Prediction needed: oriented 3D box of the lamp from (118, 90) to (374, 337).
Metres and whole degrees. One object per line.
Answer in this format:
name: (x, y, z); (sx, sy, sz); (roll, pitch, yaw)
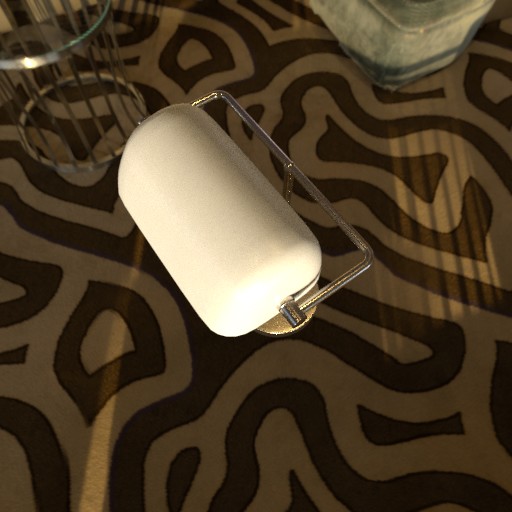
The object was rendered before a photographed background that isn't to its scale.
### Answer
lamp: (0.000, 0.000, 0.567); (0.227, 0.404, 0.269); (-32, 68, -15)
